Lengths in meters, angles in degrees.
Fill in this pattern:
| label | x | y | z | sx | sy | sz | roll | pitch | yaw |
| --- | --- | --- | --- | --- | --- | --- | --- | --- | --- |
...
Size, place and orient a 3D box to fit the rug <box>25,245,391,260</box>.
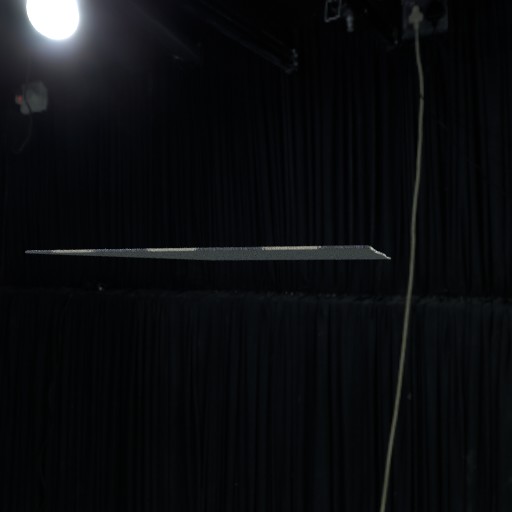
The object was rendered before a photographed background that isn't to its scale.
| label | x | y | z | sx | sy | sz | roll | pitch | yaw |
| --- | --- | --- | --- | --- | --- | --- | --- | --- | --- |
| rug | 0.000 | 0.000 | 3.002 | 1.676 | 0.013 | 2.261 | -1 | -2 | 19 |
